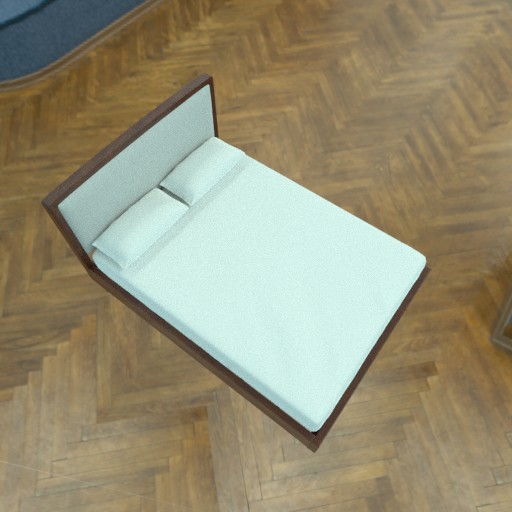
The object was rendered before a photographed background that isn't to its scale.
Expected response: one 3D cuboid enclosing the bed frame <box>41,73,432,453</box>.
[{"bbox_3d":[0.000,0.000,3.266,2.171,1.279,1.587,33,64,18],"label":"bed frame"}]
